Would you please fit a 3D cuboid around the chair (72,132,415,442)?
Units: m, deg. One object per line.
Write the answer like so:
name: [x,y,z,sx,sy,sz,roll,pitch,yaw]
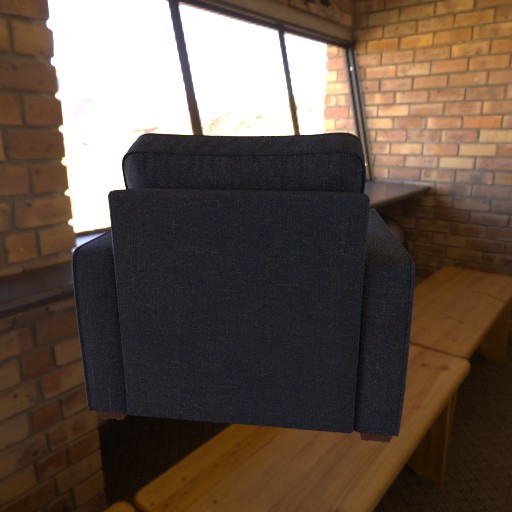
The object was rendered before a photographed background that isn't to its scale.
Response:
chair: [0.000,0.000,1.709,1.017,0.919,0.940,2,16,7]
